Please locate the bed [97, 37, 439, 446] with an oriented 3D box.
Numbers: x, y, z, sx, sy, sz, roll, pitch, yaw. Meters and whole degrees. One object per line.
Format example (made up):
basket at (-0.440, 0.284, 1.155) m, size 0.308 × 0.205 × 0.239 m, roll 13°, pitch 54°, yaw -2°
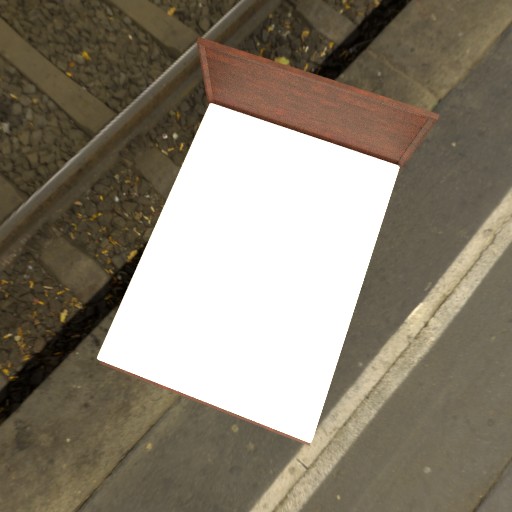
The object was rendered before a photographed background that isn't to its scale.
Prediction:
bed at (0.000, 0.000, 3.174) m, size 1.600 × 1.270 × 2.184 m, roll 20°, pitch 77°, yaw 5°
